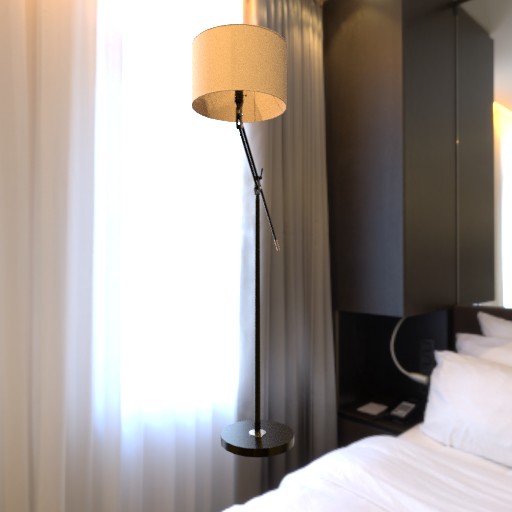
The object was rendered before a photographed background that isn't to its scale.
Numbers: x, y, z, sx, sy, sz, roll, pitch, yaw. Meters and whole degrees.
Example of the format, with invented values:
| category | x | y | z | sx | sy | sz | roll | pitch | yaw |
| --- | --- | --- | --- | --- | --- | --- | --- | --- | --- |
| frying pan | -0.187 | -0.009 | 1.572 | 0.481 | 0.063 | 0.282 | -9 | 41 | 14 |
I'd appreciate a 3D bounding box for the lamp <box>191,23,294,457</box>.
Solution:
| category | x | y | z | sx | sy | sz | roll | pitch | yaw |
| --- | --- | --- | --- | --- | --- | --- | --- | --- | --- |
| lamp | 0.000 | 0.000 | 1.940 | 0.373 | 1.635 | 0.809 | 0 | 0 | 18 |
